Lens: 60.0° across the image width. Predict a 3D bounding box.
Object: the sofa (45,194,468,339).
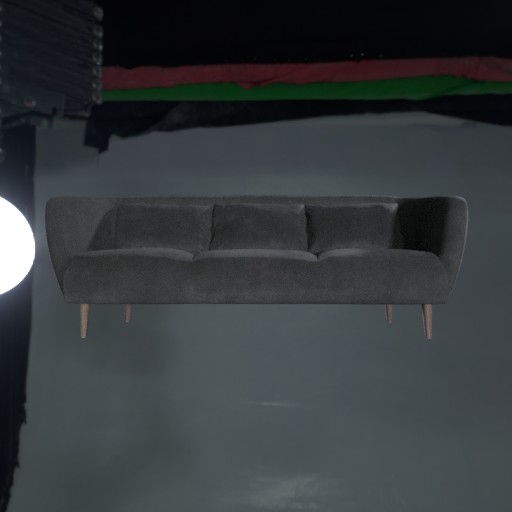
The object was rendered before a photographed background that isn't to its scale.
[{"bbox_3d":[0.000,0.000,2.720,2.296,0.875,0.956,0,0,1],"label":"sofa"}]
